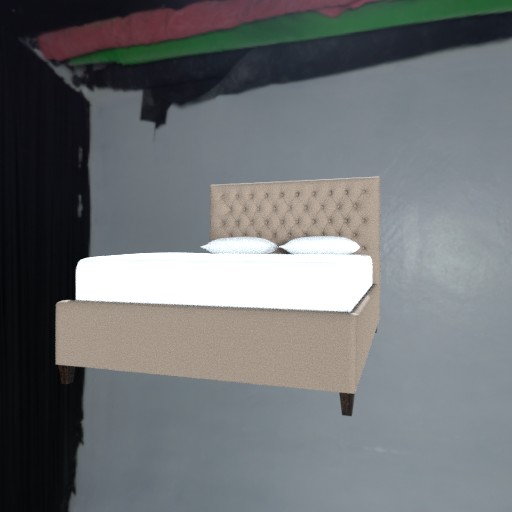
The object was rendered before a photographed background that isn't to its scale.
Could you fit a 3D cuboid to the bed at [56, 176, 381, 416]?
[{"bbox_3d":[0.000,0.000,3.290,1.696,1.426,2.233,0,1,18],"label":"bed"}]
